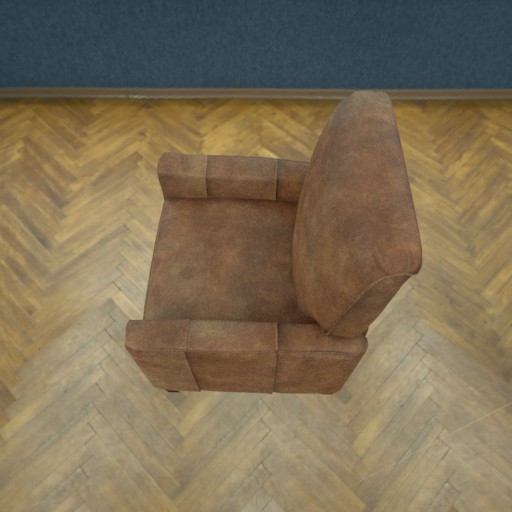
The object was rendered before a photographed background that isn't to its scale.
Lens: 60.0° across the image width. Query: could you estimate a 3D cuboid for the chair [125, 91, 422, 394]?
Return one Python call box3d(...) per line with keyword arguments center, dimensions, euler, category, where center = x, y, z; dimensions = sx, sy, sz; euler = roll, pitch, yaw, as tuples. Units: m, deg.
box3d(center=(0.000, 0.000, 1.659), dimensions=(0.836, 1.043, 0.843), euler=(1, 58, 1), category="chair")
